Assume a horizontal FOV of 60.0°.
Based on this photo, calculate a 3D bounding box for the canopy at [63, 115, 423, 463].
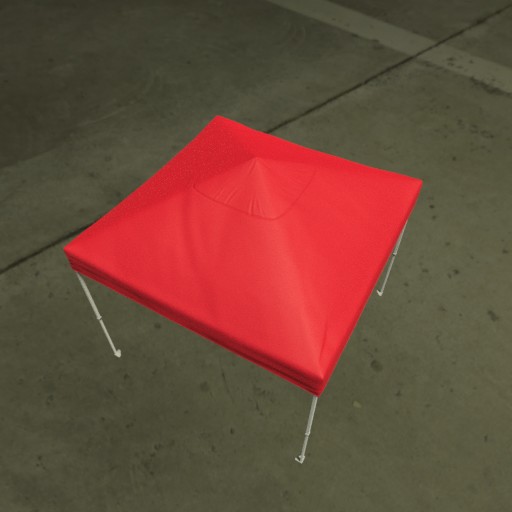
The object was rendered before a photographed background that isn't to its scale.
[{"bbox_3d":[0.000,0.000,5.565,2.996,2.997,2.998,23,53,19],"label":"canopy"}]
